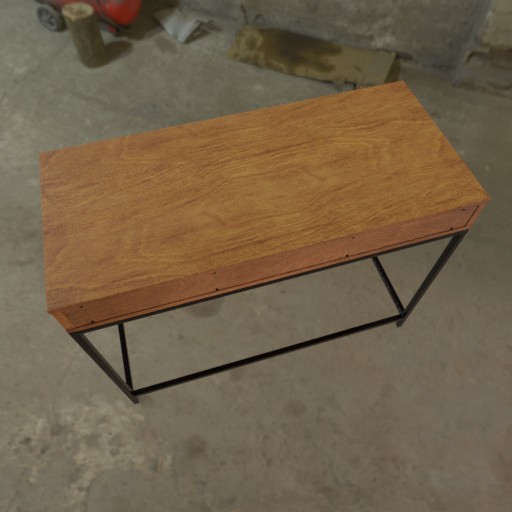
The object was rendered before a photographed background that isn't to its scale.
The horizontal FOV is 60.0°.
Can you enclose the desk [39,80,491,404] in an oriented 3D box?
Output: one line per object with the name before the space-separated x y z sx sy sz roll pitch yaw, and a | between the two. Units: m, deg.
desk | 0.000 0.000 1.409 1.016 0.762 0.470 -14 59 -9
